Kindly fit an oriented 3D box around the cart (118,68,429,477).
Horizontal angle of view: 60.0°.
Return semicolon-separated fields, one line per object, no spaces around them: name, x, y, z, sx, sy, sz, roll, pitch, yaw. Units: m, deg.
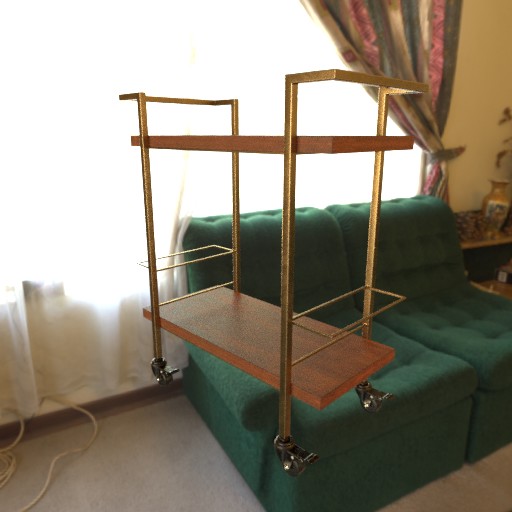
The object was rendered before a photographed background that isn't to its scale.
cart;0.000;0.000;1.145;0.364;0.807;0.695;-15;21;-43
